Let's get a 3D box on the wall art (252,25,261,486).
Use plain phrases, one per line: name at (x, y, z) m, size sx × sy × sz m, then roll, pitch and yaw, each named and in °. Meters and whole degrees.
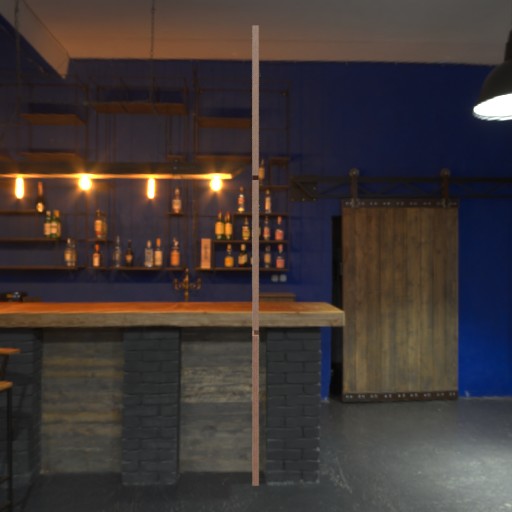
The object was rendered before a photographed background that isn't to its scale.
wall art at (0.000, 0.000, 1.323) m, size 0.018 × 0.904 × 0.906 m, roll 0°, pitch 0°, yaw 0°
